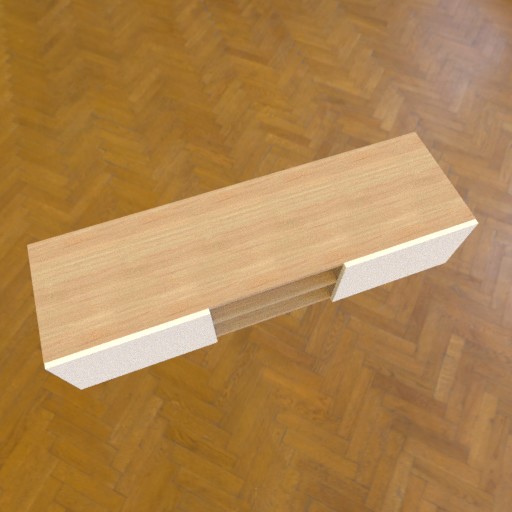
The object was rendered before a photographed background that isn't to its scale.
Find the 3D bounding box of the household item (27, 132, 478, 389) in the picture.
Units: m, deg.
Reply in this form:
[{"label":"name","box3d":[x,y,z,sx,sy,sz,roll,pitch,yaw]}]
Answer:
[{"label":"household item","box3d":[0.000,0.000,1.568,1.400,0.310,0.420,-18,64,-9]}]
